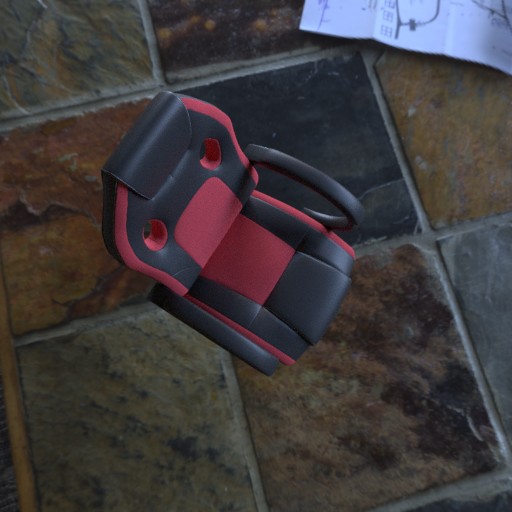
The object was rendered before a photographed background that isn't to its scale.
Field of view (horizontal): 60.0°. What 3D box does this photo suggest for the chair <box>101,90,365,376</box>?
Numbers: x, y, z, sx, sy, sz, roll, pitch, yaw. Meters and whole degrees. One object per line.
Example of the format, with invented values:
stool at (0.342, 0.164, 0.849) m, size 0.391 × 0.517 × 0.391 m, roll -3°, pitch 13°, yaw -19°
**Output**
chair at (0.000, 0.000, 1.591) m, size 0.724 × 1.187 × 0.673 m, roll 31°, pitch 78°, yaw 7°
